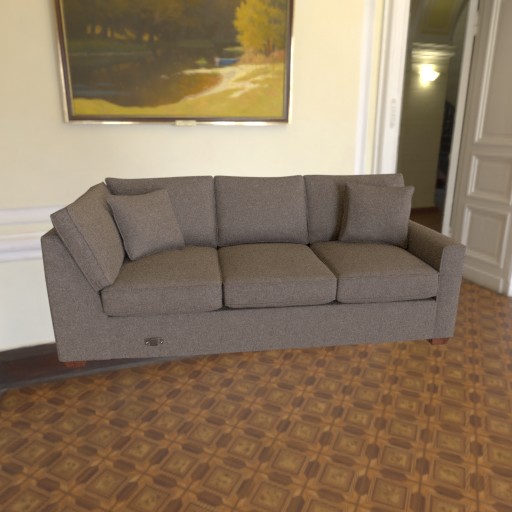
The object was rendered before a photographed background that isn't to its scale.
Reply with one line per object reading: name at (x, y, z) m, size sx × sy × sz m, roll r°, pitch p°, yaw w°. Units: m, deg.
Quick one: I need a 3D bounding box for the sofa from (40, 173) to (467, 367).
sofa at (0.000, 0.000, 2.872) m, size 2.317 × 0.962 × 1.061 m, roll -2°, pitch 17°, yaw -7°
